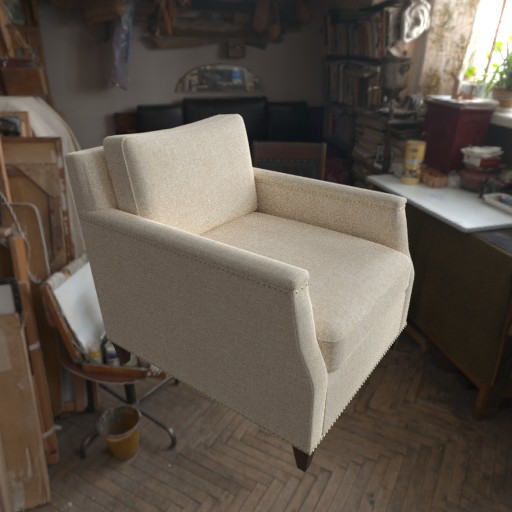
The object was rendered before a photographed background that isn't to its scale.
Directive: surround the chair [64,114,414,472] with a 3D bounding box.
[{"bbox_3d":[0.000,0.000,1.734,1.041,0.940,0.838,18,32,32],"label":"chair"}]
